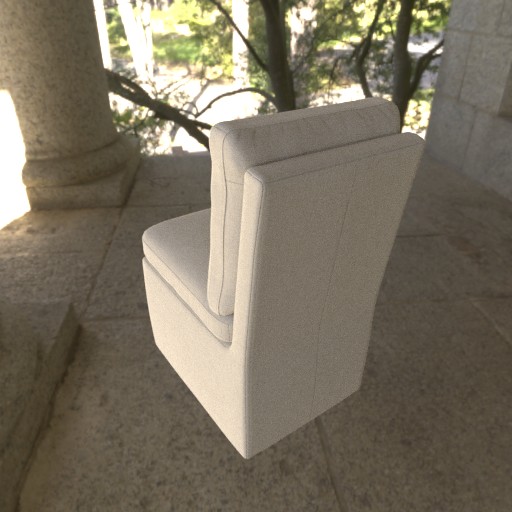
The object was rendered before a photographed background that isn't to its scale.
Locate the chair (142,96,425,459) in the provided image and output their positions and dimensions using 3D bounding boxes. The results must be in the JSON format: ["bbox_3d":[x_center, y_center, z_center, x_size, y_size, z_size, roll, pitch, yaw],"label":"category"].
[{"bbox_3d":[0.000,0.000,1.332,0.503,0.927,0.698,-20,35,-30],"label":"chair"}]
